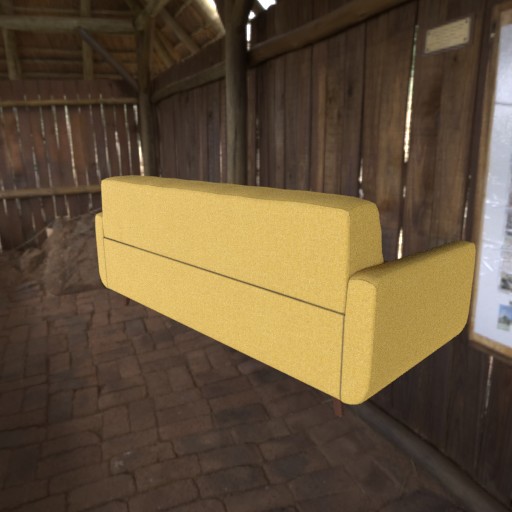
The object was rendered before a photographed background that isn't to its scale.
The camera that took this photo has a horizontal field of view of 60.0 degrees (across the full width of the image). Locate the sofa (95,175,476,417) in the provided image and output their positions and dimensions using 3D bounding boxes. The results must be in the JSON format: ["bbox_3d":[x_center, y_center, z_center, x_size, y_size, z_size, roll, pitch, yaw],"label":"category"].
[{"bbox_3d":[0.000,0.000,2.456,0.909,0.841,2.029,-13,19,-43],"label":"sofa"}]
